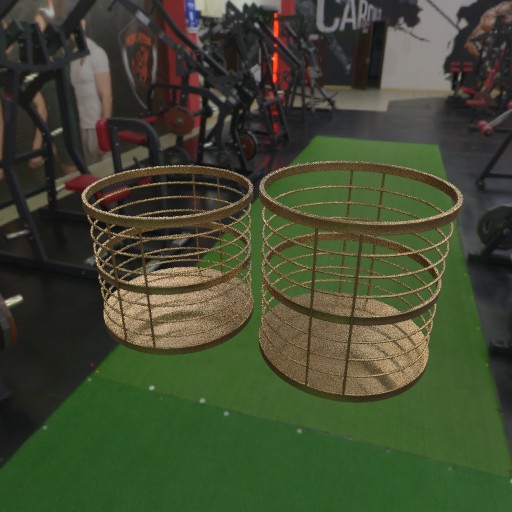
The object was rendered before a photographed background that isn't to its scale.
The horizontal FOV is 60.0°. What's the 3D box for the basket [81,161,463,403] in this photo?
[{"bbox_3d":[0.000,0.000,0.942,0.746,0.351,0.356,9,28,18],"label":"basket"}]
